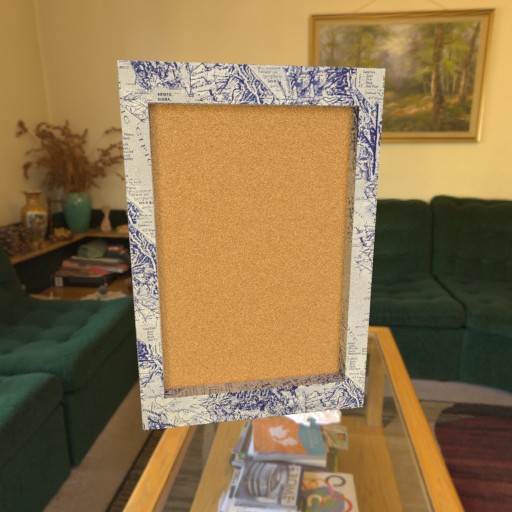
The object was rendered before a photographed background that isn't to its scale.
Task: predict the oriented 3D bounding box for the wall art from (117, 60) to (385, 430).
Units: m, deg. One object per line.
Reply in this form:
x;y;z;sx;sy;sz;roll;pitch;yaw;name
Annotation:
0.000;0.000;0.755;0.408;0.601;0.040;-2;14;-10;wall art
